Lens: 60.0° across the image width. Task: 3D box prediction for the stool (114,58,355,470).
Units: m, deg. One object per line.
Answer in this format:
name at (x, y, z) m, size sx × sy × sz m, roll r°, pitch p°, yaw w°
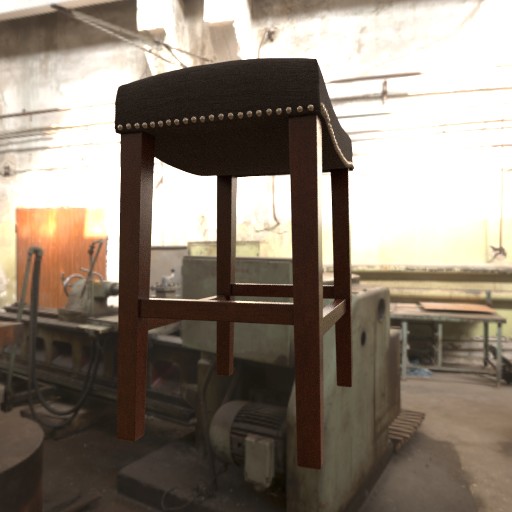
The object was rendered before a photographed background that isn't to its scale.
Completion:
stool at (0.000, 0.000, 0.957) m, size 0.372 × 0.654 × 0.504 m, roll 0°, pitch 0°, yaw 18°
